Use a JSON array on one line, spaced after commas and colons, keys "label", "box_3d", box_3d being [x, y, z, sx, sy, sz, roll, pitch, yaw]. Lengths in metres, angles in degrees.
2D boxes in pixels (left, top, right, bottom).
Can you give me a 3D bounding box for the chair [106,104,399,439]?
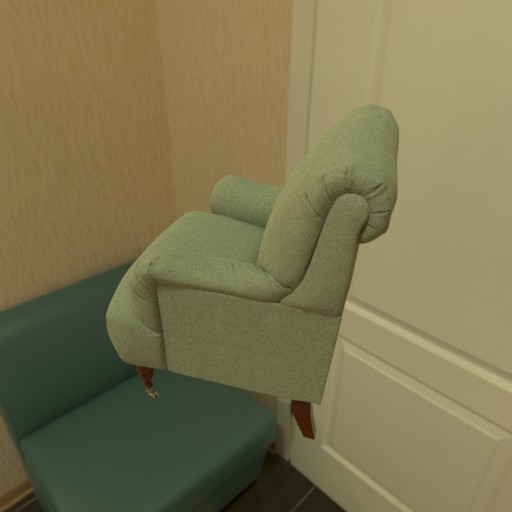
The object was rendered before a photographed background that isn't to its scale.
[{"label": "chair", "box_3d": [0.000, 0.000, 1.957, 1.060, 1.178, 0.964, 8, 31, 14]}]
